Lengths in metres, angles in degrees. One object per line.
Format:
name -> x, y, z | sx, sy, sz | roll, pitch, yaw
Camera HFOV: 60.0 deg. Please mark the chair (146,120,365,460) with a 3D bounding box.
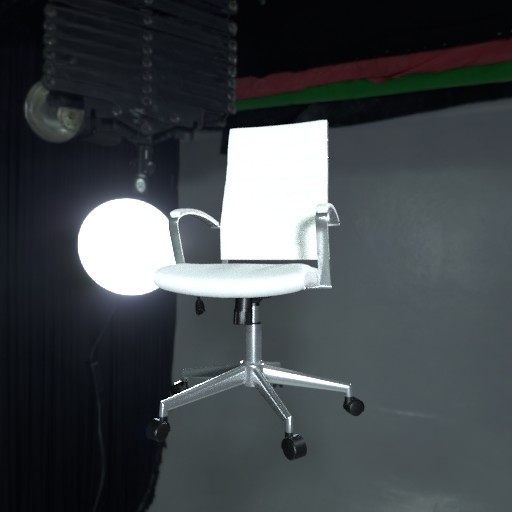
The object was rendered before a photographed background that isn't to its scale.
chair -> 0.000, 0.000, 1.636 | 0.766, 1.149, 0.739 | 0, -1, 18
